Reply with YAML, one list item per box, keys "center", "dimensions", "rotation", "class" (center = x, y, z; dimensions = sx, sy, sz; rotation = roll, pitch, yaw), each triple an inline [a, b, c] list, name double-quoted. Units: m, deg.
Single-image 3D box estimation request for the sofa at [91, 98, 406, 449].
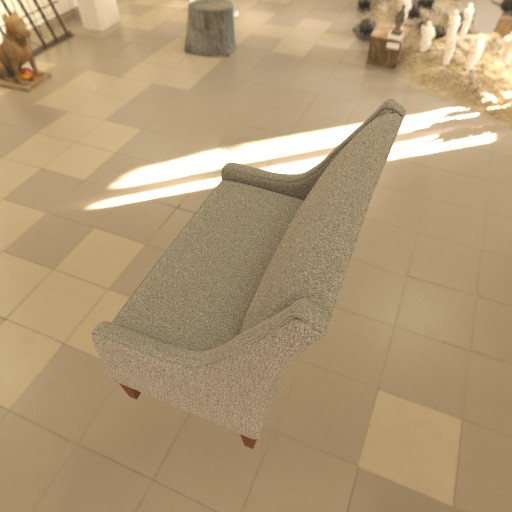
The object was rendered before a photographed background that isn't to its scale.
- center: [0.000, 0.000, 1.915]
  dimensions: [0.862, 1.026, 1.242]
  rotation: [17, 49, 15]
  class: "sofa"
